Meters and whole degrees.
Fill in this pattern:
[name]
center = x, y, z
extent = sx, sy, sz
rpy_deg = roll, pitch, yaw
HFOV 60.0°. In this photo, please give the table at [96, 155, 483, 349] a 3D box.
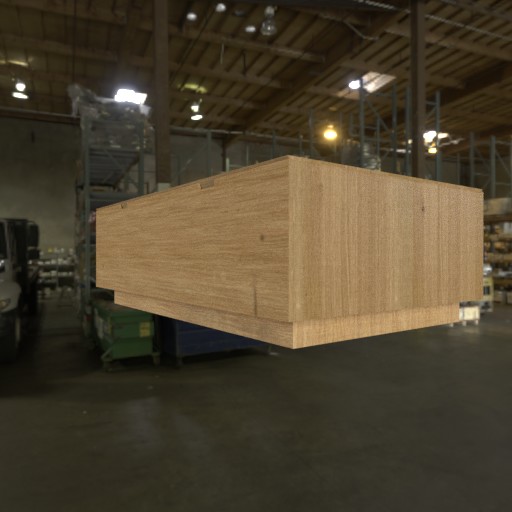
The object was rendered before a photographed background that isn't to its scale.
[table]
center = 0.000, 0.000, 1.420
extent = 0.678, 0.353, 1.110
rpy_deg = 0, 0, -36
